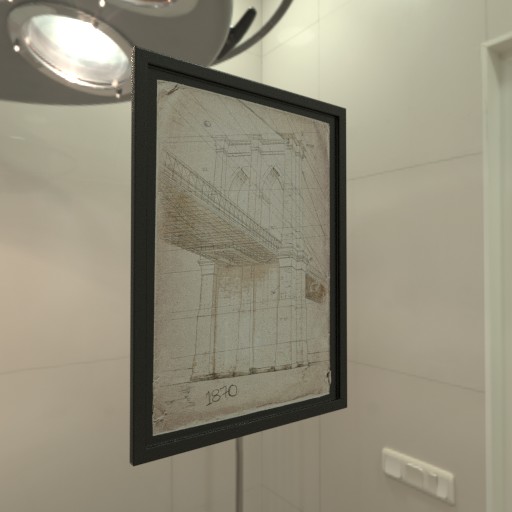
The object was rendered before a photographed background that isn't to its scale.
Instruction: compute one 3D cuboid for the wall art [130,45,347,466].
[{"bbox_3d":[0.000,0.000,0.838,0.480,0.657,0.016,1,-1,-36],"label":"wall art"}]
